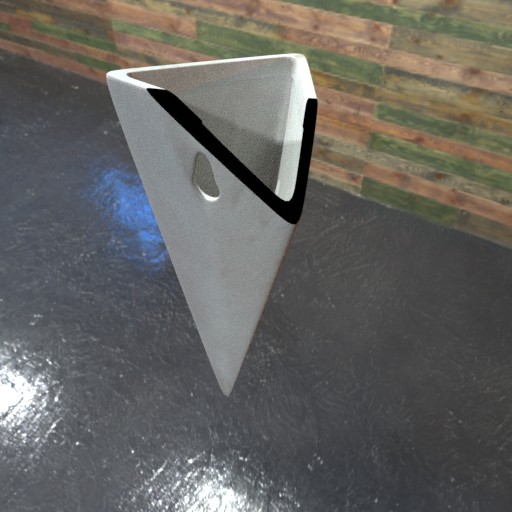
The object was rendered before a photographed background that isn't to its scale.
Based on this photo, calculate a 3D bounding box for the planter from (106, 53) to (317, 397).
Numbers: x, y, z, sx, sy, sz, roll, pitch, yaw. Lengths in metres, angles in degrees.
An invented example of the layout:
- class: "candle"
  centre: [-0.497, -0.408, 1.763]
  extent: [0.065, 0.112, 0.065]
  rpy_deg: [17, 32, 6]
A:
- class: "planter"
  centre: [0.000, 0.000, 0.154]
  extent: [0.058, 0.130, 0.047]
  rpy_deg: [25, 51, 23]
